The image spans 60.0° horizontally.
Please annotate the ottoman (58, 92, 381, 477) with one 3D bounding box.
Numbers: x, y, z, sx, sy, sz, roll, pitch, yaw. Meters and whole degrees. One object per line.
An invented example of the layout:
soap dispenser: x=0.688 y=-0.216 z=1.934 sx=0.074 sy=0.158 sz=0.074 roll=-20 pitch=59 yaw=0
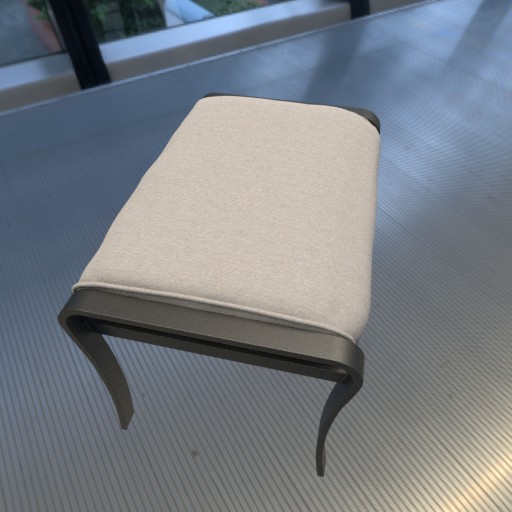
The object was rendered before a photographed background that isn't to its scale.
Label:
ottoman: x=0.000 y=0.000 z=0.866 sx=0.406 sy=0.422 sz=0.610 roll=9 pitch=47 yaw=9
